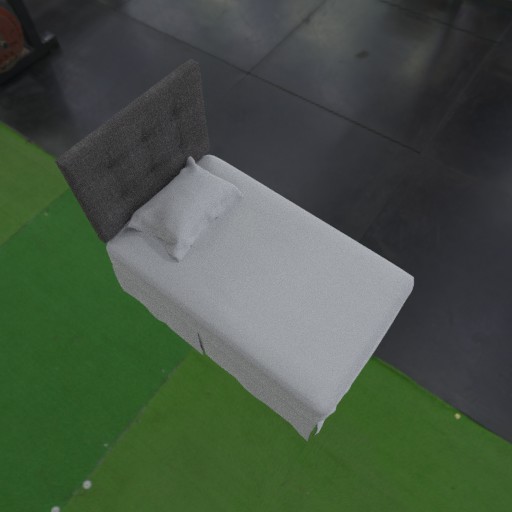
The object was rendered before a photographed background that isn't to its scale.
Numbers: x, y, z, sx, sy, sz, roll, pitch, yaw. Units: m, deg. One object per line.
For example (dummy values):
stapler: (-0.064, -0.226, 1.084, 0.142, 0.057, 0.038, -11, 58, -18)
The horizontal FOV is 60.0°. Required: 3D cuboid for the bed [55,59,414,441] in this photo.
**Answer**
bed: (0.000, 0.000, 3.050, 1.997, 1.571, 1.261, 34, 65, 18)
